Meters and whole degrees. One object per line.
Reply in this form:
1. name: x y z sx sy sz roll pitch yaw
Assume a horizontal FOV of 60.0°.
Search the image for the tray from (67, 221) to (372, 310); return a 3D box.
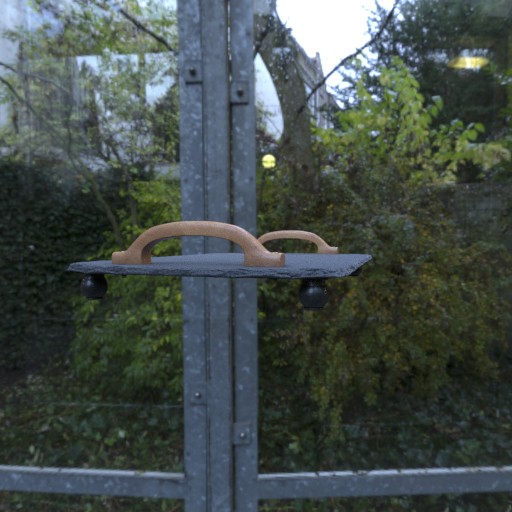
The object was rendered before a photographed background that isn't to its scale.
1. tray: 0.000 0.000 0.481 0.231 0.062 0.387 1 2 18
